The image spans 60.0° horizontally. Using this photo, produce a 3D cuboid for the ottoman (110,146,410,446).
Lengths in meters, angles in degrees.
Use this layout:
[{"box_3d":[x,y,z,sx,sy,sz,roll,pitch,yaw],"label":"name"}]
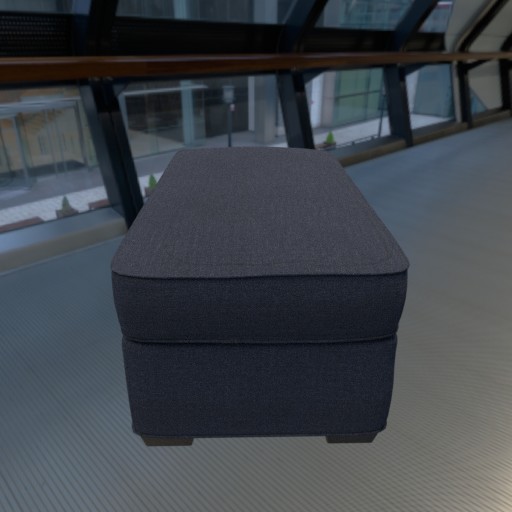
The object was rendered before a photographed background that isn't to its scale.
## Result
[{"box_3d":[0.000,0.000,1.165,0.505,0.453,0.895,0,26,-1],"label":"ottoman"}]
